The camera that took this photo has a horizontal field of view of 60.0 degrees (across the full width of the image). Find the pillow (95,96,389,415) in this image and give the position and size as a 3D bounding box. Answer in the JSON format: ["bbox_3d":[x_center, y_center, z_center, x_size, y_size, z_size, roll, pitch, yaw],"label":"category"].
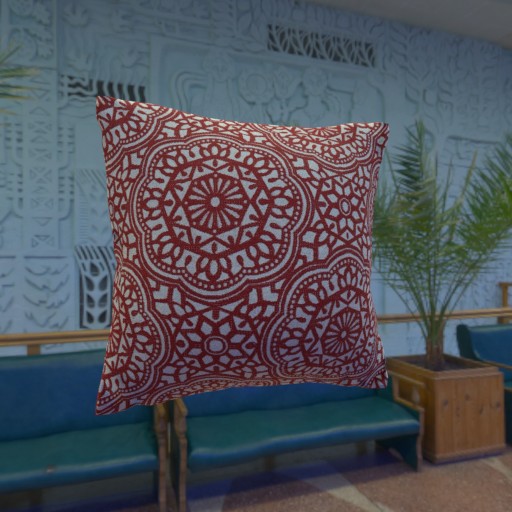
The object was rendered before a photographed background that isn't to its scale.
[{"bbox_3d":[0.000,0.000,0.640,0.438,0.419,0.162,0,0,-17],"label":"pillow"}]
